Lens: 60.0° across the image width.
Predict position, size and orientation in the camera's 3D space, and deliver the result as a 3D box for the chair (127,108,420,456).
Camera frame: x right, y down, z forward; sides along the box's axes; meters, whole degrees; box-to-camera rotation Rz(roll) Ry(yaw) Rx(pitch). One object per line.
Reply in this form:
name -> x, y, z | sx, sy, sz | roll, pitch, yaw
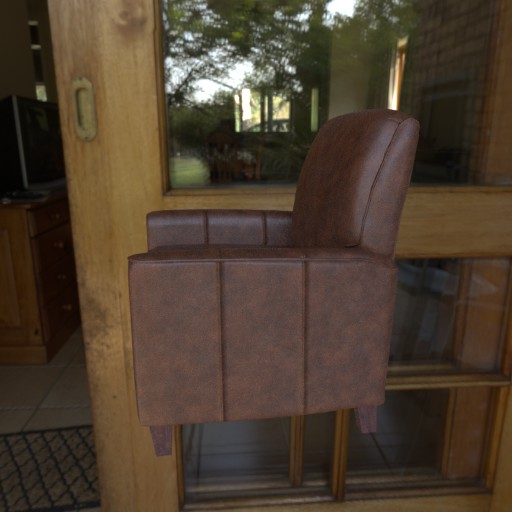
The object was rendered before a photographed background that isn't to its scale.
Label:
chair -> 0.000, 0.000, 1.600 | 0.850, 1.010, 0.839 | -2, 15, -9
